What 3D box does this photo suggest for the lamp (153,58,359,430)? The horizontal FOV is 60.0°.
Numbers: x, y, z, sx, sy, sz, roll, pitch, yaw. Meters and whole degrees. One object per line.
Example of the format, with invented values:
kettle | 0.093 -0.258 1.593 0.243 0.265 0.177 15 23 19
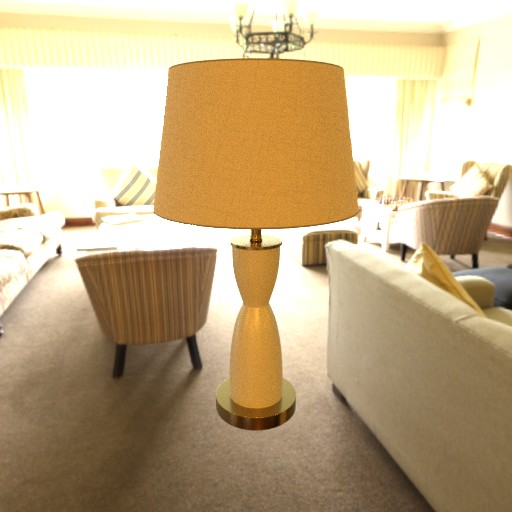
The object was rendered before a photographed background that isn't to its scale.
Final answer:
lamp | 0.000 0.000 0.703 0.309 0.545 0.309 0 16 0
